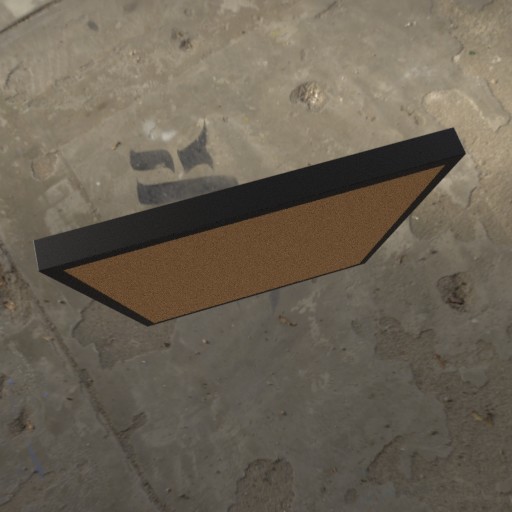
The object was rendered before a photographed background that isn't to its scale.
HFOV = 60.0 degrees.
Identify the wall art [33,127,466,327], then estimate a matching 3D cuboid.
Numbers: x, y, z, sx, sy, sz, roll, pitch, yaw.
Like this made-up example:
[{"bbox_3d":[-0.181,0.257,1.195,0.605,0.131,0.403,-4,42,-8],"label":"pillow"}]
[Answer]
[{"bbox_3d":[0.000,0.000,0.751,0.506,0.506,0.037,-16,75,-4],"label":"wall art"}]
